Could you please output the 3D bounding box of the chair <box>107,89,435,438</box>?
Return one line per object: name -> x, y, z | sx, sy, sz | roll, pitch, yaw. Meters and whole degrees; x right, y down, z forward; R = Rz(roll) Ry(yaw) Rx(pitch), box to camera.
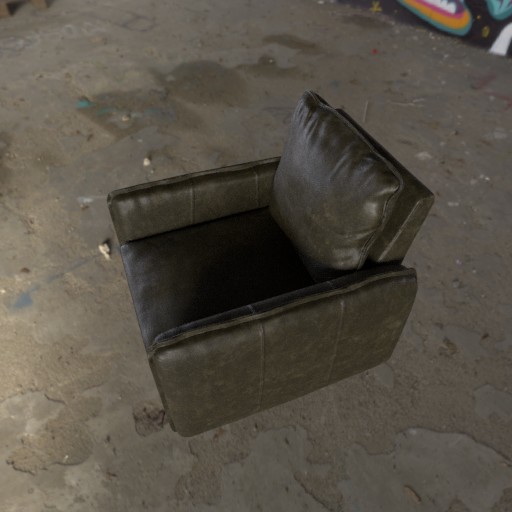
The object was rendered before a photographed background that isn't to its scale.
chair -> 0.000, 0.000, 1.616 | 0.921, 0.921, 0.830 | -16, 48, -15
